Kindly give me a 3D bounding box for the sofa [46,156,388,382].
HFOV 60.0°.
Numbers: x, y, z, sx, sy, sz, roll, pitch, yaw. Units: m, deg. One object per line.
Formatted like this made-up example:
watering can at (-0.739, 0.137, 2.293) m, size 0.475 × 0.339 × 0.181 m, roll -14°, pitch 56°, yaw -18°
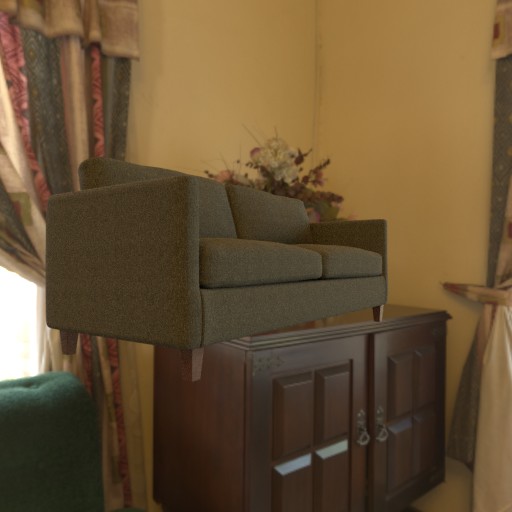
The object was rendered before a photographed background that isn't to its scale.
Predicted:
sofa at (0.000, 0.000, 2.733) m, size 0.948 × 0.965 × 2.208 m, roll 0°, pitch -1°, yaw 35°
